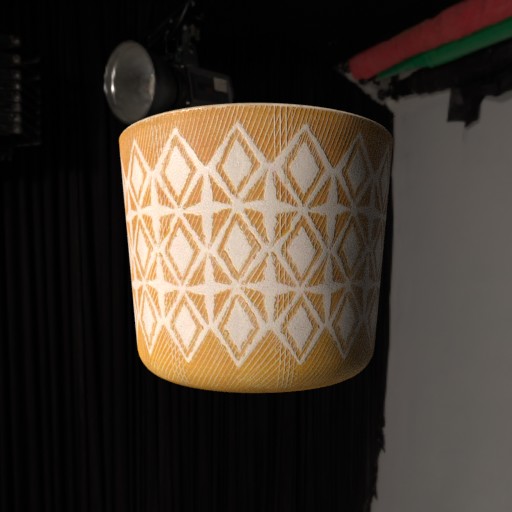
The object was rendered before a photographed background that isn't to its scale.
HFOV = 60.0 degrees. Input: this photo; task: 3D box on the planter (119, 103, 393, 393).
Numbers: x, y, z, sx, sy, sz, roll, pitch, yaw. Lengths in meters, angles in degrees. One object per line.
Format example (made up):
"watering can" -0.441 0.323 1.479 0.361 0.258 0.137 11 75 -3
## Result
"planter" 0.000 0.000 0.214 0.126 0.104 0.126 0 0 0
